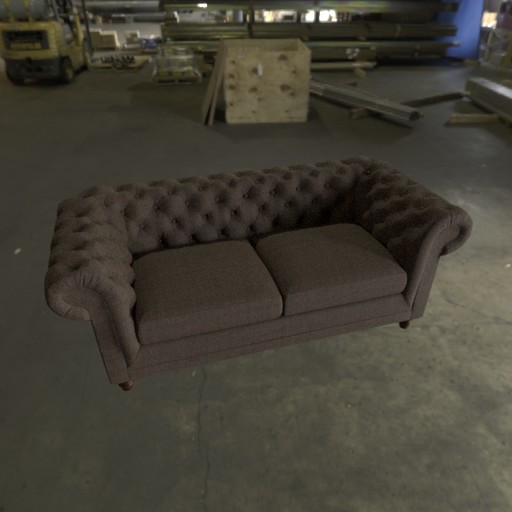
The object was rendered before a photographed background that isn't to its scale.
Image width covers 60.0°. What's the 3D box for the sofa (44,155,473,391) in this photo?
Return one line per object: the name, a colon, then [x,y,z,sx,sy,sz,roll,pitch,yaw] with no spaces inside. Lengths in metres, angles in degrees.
sofa: [0.000,0.000,2.514,2.048,0.780,0.944,-9,34,-14]
